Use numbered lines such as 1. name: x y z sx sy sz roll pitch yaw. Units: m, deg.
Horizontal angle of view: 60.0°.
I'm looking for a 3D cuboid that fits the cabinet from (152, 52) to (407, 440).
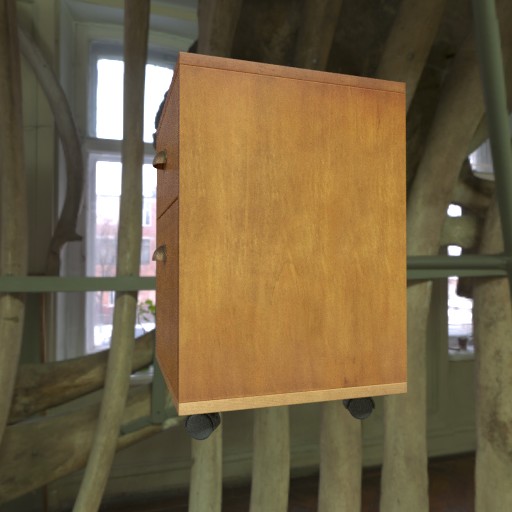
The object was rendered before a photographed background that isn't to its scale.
1. cabinet: 0.000 0.000 0.878 0.401 0.579 0.409 0 -1 -17
